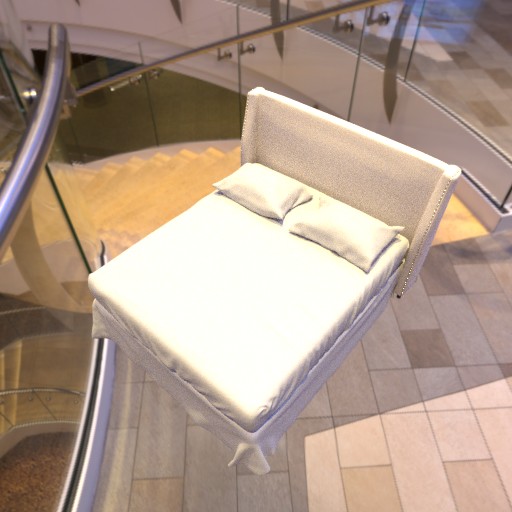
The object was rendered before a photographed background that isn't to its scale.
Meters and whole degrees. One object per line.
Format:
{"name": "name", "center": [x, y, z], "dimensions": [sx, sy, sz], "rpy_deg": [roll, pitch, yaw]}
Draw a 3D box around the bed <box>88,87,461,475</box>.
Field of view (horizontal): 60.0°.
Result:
{"name": "bed", "center": [0.000, 0.000, 3.426], "dimensions": [1.925, 1.332, 2.276], "rpy_deg": [32, 55, 26]}
